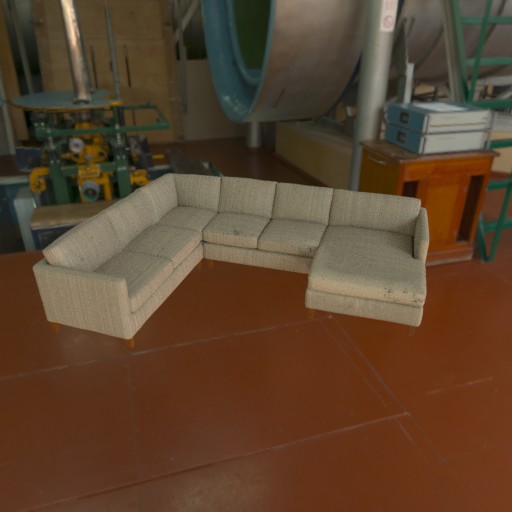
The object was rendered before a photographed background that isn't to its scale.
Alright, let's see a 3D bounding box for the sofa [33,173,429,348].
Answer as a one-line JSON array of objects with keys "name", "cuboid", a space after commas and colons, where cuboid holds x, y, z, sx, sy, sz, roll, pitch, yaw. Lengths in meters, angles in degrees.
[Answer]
[{"name": "sofa", "cuboid": [0.000, 0.000, 4.712, 3.460, 0.961, 2.594, 8, 29, 15]}]
